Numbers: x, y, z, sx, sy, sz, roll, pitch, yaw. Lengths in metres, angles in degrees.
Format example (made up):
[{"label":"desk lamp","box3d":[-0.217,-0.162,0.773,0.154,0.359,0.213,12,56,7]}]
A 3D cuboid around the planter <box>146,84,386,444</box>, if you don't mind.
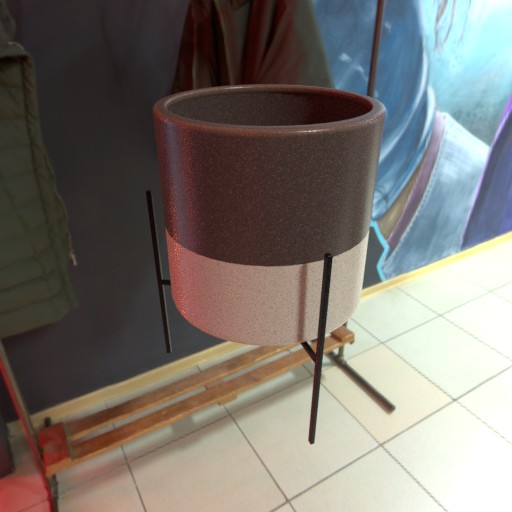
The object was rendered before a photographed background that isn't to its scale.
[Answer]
[{"label":"planter","box3d":[0.000,0.000,0.531,0.260,0.353,0.250,1,30,2]}]
